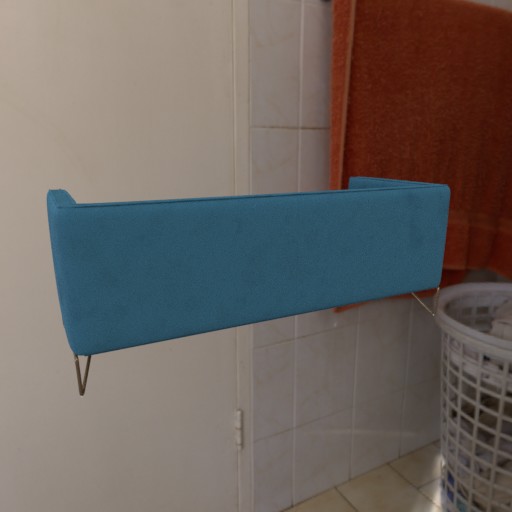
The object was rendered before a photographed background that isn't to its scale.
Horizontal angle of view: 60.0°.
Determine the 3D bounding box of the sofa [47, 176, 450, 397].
[{"bbox_3d":[0.000,0.000,2.516,2.087,0.789,0.867,-7,16,-26],"label":"sofa"}]
